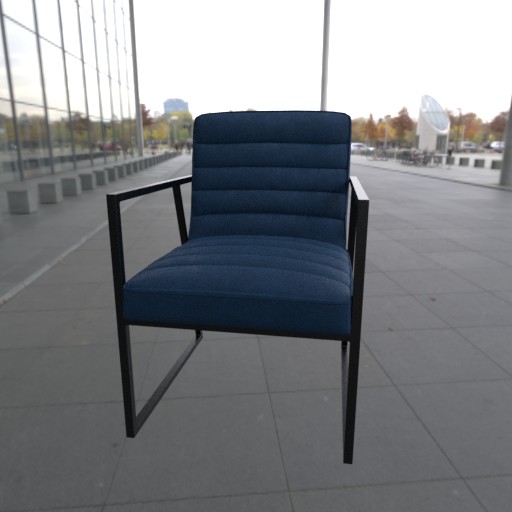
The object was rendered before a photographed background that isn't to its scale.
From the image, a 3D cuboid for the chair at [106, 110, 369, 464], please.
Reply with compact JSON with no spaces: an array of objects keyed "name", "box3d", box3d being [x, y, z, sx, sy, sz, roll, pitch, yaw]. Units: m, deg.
[{"name":"chair","box3d":[0.000,0.000,1.277,0.571,0.833,0.677,3,15,10]}]
